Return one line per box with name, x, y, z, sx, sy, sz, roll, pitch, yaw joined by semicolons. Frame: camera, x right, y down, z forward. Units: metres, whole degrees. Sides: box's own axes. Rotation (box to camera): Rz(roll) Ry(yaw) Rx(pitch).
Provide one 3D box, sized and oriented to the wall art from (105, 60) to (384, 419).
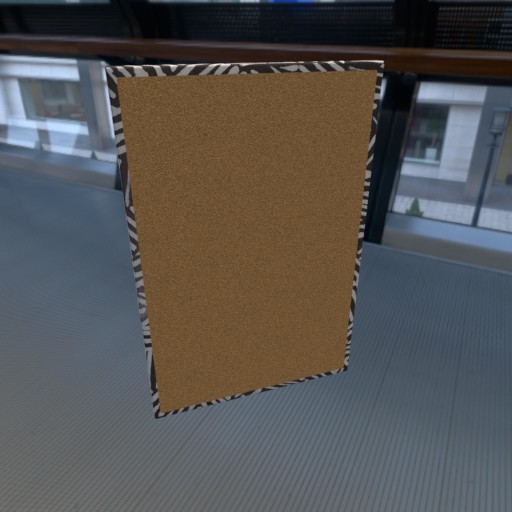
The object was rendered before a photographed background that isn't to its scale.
wall art;0.000;0.000;1.149;0.615;0.918;0.035;-9;28;-17
